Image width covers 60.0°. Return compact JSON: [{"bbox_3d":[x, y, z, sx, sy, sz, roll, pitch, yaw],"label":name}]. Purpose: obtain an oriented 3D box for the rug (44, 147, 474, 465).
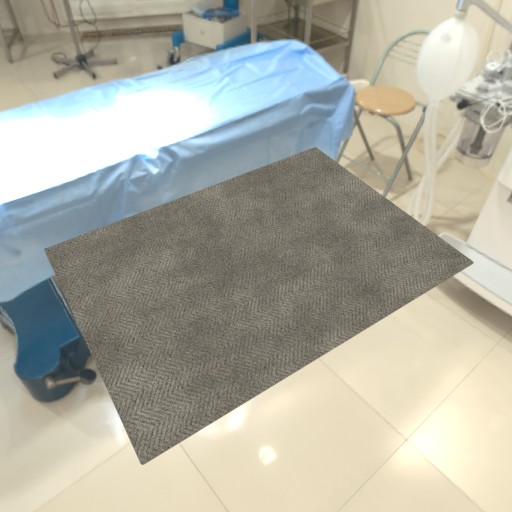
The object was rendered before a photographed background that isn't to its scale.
[{"bbox_3d":[0.000,0.000,2.829,2.235,0.008,1.600,-25,51,-22],"label":"rug"}]
